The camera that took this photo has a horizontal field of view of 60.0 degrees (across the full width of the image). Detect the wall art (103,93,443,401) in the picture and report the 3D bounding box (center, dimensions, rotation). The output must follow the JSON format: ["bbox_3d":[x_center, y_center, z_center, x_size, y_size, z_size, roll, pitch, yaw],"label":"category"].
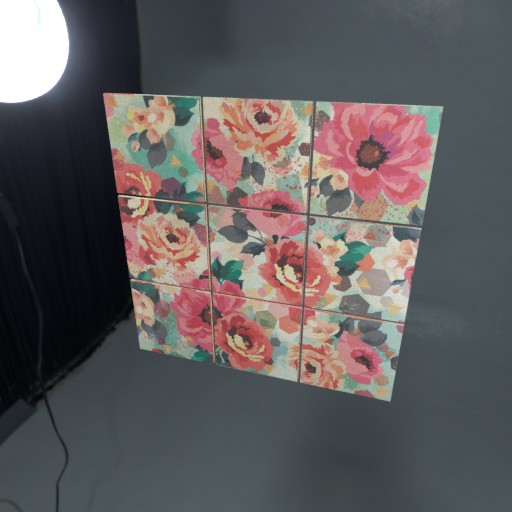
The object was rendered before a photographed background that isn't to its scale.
[{"bbox_3d":[0.000,0.000,1.354,0.911,0.910,0.012,8,28,15],"label":"wall art"}]
